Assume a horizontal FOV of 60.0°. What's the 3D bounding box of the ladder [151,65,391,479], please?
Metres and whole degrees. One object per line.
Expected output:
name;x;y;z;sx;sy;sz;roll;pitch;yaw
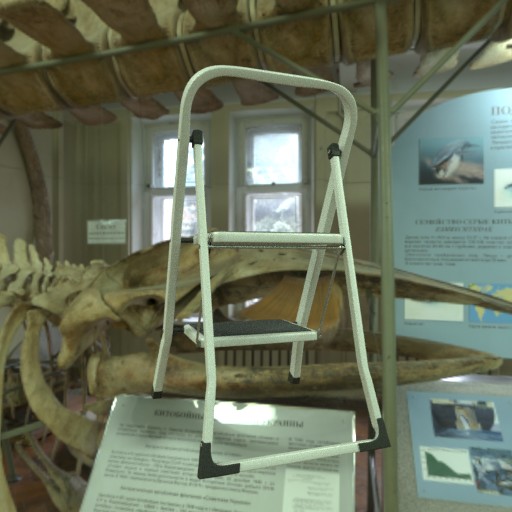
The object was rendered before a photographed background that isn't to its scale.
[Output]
ladder;0.000;0.000;1.114;0.460;0.810;0.544;0;0;-20
